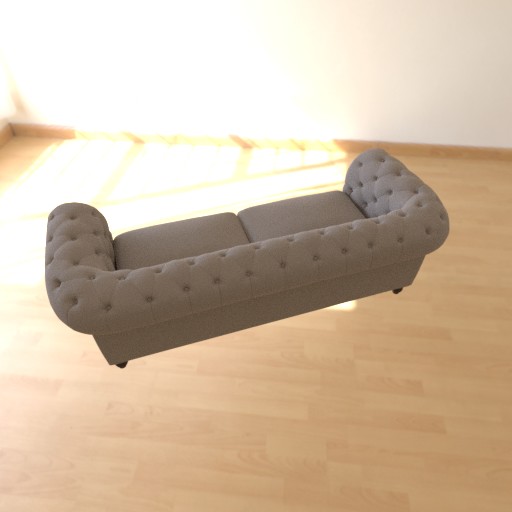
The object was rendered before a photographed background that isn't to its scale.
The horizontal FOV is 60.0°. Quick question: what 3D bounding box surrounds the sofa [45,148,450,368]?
[{"bbox_3d":[0.000,0.000,2.842,2.411,0.749,0.991,-13,43,-14],"label":"sofa"}]
